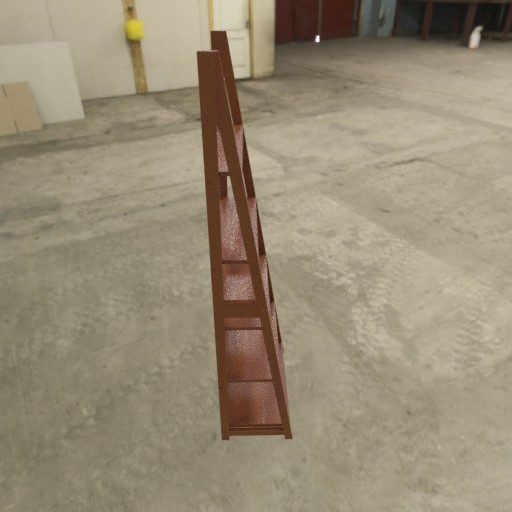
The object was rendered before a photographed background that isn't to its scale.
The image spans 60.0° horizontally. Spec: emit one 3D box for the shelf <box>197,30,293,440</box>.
[{"bbox_3d":[0.000,0.000,2.014,0.356,1.780,0.630,-1,32,-1],"label":"shelf"}]
